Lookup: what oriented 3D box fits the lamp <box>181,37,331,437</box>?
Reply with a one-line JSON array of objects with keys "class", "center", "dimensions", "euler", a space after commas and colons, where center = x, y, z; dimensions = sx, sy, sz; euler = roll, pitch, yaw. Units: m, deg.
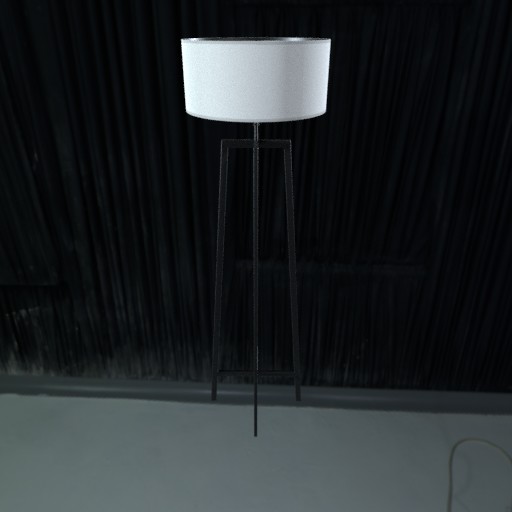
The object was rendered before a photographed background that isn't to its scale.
[{"class": "lamp", "center": [0.000, 0.000, 1.718], "dimensions": [0.456, 1.510, 0.457], "euler": [0, 27, 0]}]
